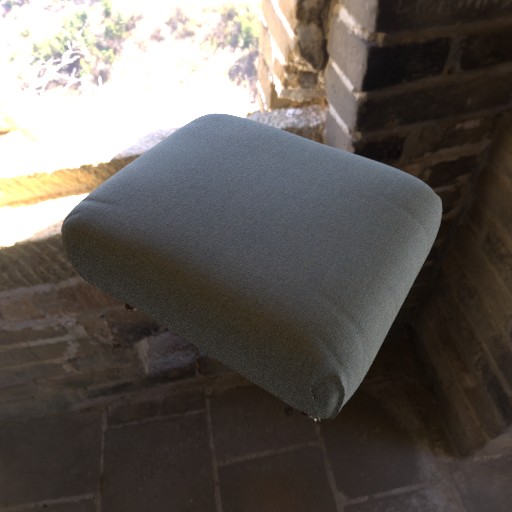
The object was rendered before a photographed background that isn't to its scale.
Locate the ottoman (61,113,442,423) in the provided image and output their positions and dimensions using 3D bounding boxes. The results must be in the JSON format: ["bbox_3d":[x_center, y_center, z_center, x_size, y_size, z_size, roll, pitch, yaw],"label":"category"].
[{"bbox_3d":[0.000,0.000,1.134,0.747,0.450,0.622,25,53,21],"label":"ottoman"}]
